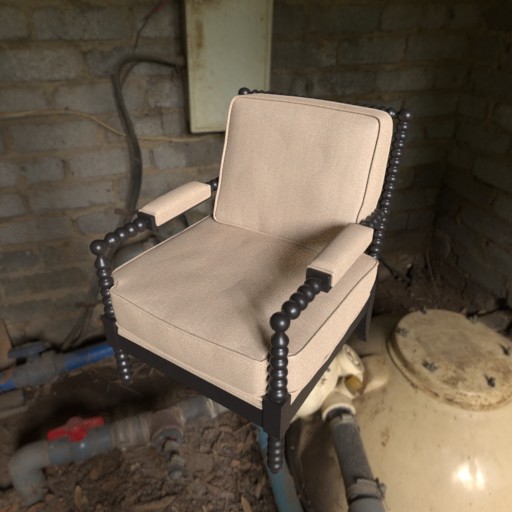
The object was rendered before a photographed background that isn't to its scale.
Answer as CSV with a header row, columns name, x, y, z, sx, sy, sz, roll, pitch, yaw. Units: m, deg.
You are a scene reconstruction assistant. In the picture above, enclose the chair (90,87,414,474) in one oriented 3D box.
name,x,y,z,sx,sy,sz,roll,pitch,yaw
chair,0.000,0.000,1.166,0.555,0.703,0.657,19,36,28
